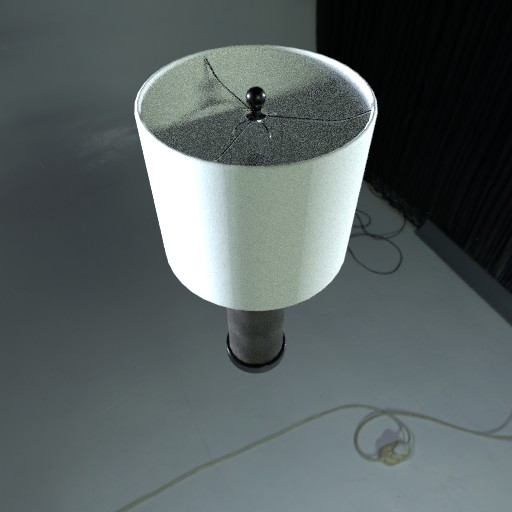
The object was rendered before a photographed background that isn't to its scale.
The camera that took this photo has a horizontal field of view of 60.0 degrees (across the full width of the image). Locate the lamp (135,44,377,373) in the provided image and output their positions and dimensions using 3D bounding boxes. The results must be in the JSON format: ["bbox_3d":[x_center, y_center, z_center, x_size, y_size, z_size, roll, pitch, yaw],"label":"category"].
[{"bbox_3d":[0.000,0.000,0.792,0.305,0.634,0.305,-25,53,-21],"label":"lamp"}]
